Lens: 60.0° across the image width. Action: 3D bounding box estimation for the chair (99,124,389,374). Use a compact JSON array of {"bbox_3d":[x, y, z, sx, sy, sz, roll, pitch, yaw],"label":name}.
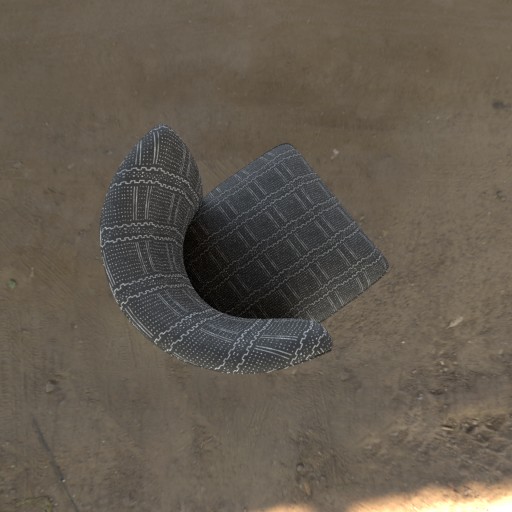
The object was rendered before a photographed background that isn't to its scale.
[{"bbox_3d":[0.000,0.000,1.461,0.758,0.866,0.710,-36,79,-8],"label":"chair"}]
